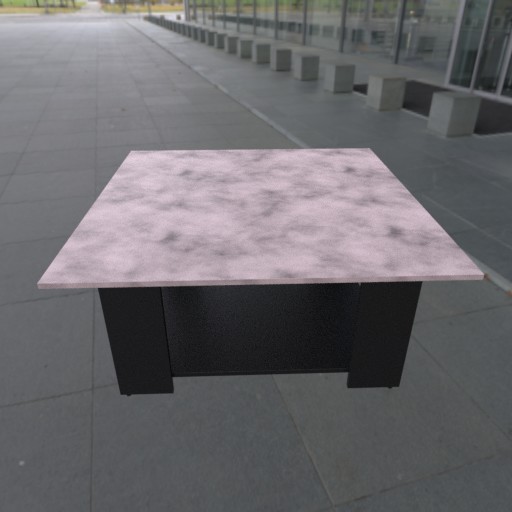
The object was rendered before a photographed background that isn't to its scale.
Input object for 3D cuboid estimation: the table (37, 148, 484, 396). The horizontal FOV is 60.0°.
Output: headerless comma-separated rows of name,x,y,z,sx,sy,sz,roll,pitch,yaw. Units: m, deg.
table,0.000,0.000,1.028,0.670,0.305,0.670,-1,30,-2
